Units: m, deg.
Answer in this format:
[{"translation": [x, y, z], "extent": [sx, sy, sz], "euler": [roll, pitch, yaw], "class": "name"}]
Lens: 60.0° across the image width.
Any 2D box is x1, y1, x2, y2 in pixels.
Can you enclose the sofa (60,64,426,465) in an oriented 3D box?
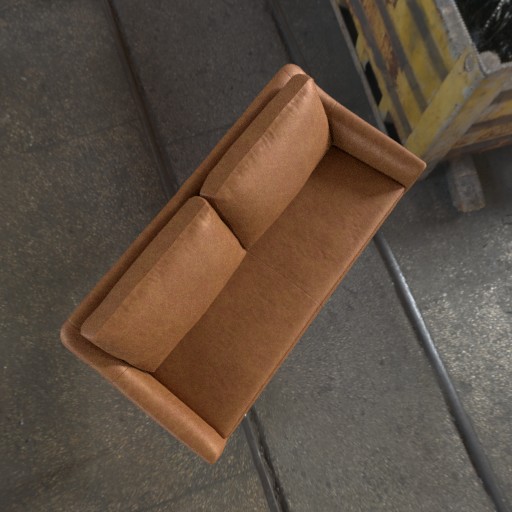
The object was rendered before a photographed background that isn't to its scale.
[{"translation": [0.000, 0.000, 2.561], "extent": [0.981, 0.945, 2.036], "euler": [36, 78, 9], "class": "sofa"}]
